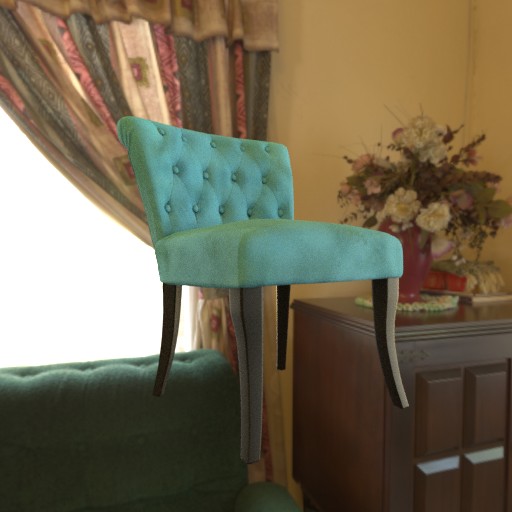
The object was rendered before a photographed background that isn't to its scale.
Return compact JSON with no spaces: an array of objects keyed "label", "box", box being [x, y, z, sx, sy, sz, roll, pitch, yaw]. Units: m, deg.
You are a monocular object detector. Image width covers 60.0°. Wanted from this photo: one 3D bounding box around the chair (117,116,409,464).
[{"label":"chair","box":[0.000,0.000,1.180,0.582,0.750,0.605,-1,1,-37]}]
